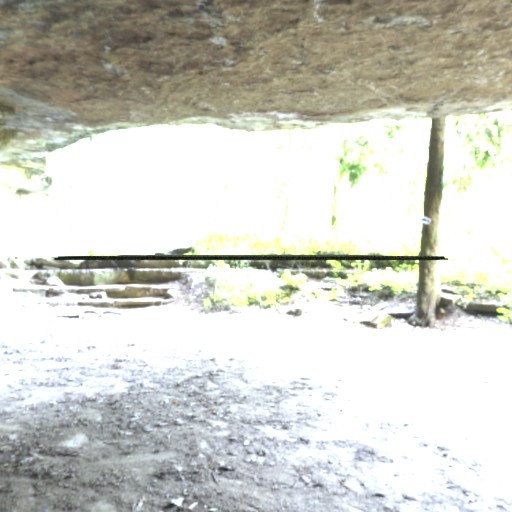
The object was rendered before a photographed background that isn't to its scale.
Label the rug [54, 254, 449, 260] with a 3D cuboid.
[{"bbox_3d":[0.000,0.000,2.933,1.538,0.021,2.443,0,0,1],"label":"rug"}]
